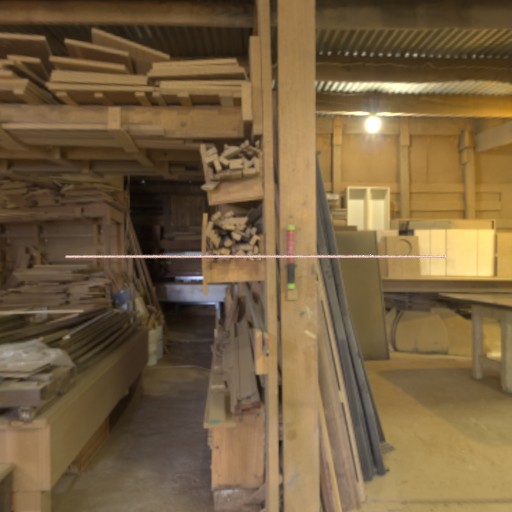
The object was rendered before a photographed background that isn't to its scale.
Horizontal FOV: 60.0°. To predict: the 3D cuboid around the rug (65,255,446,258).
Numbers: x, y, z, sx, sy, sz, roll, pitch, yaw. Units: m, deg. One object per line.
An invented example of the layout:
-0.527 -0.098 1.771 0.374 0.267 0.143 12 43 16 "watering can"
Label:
0.000 0.000 2.322 1.219 0.009 1.829 0 0 0 "rug"
